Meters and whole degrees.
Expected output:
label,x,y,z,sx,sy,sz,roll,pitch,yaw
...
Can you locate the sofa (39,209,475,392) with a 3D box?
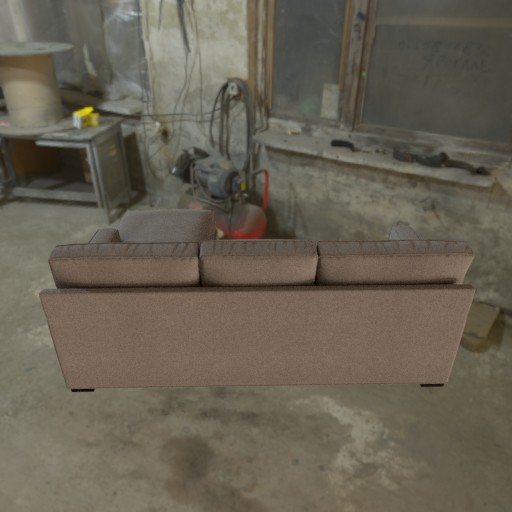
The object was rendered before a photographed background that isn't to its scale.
label,x,y,z,sx,sy,sz,roll,pitch,yaw
sofa,0.000,0.000,2.859,2.087,0.861,1.496,-1,30,-1
